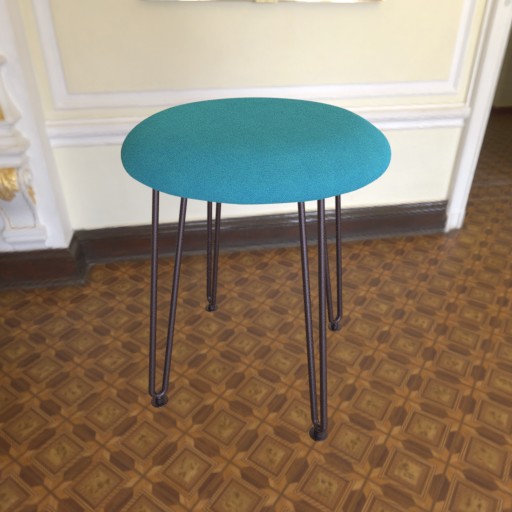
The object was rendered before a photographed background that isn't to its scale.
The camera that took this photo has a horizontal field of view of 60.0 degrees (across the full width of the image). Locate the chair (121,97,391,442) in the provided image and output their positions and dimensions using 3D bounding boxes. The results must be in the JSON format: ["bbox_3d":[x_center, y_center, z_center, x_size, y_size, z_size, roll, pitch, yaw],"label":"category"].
[{"bbox_3d":[0.000,0.000,0.679,0.350,0.430,0.350,1,30,2],"label":"chair"}]
